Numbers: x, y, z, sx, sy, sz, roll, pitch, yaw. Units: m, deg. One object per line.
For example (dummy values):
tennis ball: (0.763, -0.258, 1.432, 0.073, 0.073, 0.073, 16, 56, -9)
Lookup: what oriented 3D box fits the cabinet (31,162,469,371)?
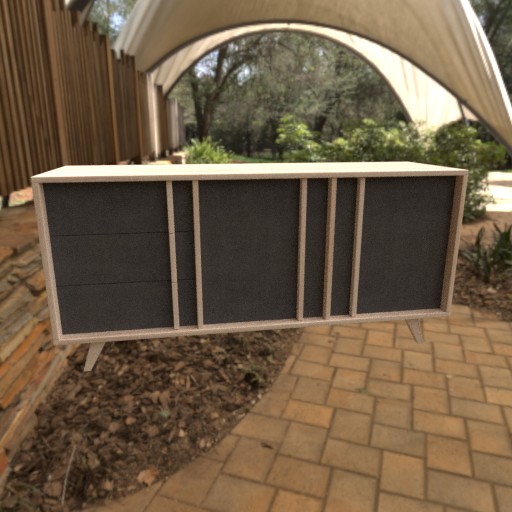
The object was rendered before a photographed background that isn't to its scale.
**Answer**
cabinet: (0.000, 0.000, 1.993, 1.650, 0.780, 0.500, -3, 16, -9)
